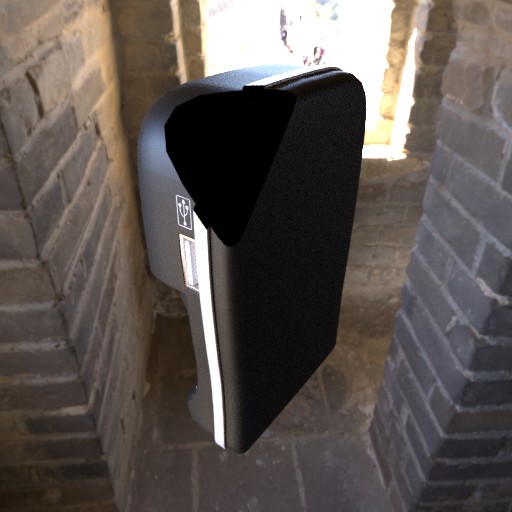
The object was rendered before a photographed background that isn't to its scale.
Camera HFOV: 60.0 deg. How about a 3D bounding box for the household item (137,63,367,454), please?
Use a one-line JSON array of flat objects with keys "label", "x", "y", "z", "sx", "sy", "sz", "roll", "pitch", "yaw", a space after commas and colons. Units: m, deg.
[{"label": "household item", "x": 0.000, "y": 0.000, "z": 0.145, "sx": 0.038, "sy": 0.114, "sz": 0.070, "roll": 22, "pitch": 39, "yaw": 30}]
